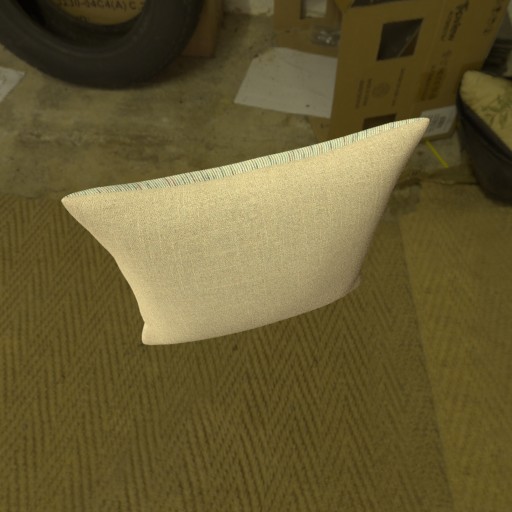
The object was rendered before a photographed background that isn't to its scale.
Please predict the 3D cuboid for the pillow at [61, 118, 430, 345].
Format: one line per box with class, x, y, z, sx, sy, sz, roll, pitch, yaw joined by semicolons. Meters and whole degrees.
pillow;0.000;0.000;0.794;0.512;0.506;0.178;-14;59;-9
